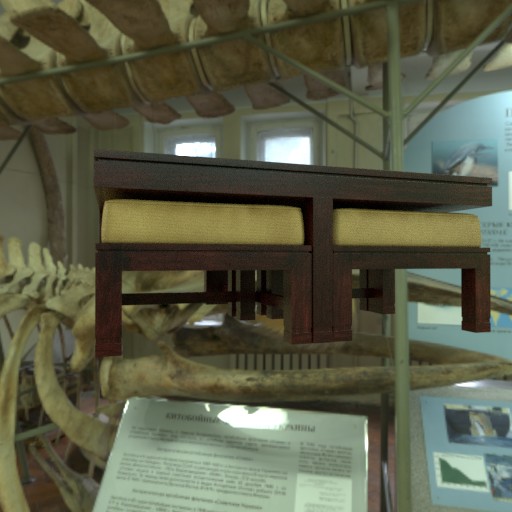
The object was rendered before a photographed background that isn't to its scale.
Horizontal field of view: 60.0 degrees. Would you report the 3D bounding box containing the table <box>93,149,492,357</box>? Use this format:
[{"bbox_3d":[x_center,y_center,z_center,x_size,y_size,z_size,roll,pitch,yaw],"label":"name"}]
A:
[{"bbox_3d":[0.000,0.000,1.299,0.865,0.356,0.865,0,-1,-18],"label":"table"}]
